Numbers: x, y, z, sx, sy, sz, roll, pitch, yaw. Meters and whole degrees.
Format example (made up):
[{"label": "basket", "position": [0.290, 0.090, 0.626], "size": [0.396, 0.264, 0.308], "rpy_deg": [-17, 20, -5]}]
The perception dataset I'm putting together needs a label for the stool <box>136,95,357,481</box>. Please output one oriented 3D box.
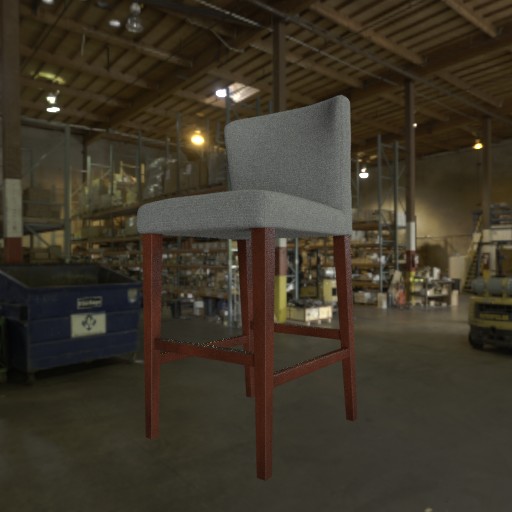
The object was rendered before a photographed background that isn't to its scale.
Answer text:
[{"label": "stool", "position": [0.000, 0.000, 1.386], "size": [0.486, 1.069, 0.568], "rpy_deg": [0, -1, 37]}]
